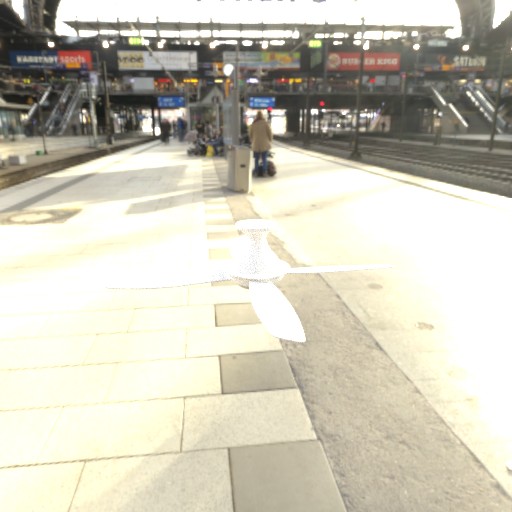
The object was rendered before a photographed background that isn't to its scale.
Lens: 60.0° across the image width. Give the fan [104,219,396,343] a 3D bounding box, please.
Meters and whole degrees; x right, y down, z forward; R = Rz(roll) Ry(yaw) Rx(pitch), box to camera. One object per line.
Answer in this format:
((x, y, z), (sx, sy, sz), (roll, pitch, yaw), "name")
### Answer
((0.000, 0.000, 2.556), (1.693, 0.382, 1.694), (-3, 17, -9), "fan")
